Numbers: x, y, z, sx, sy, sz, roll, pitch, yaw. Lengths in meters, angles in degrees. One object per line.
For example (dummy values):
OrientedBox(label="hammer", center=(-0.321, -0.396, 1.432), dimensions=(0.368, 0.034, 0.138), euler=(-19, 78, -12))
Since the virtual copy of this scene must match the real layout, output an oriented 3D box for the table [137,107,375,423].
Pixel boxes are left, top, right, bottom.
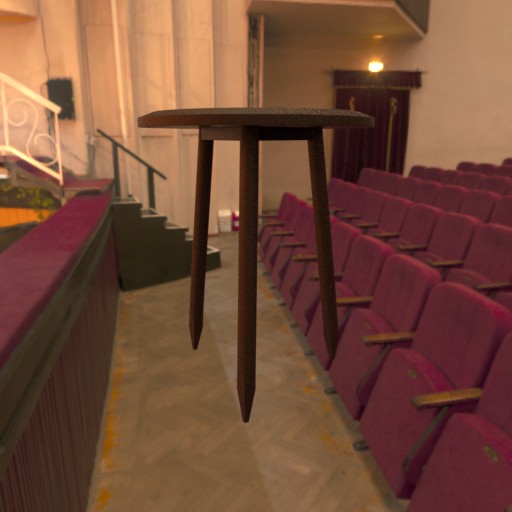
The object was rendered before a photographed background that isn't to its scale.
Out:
OrientedBox(label="table", center=(0.000, 0.000, 0.956), dimensions=(0.457, 0.585, 0.457), euler=(0, 15, 0))
